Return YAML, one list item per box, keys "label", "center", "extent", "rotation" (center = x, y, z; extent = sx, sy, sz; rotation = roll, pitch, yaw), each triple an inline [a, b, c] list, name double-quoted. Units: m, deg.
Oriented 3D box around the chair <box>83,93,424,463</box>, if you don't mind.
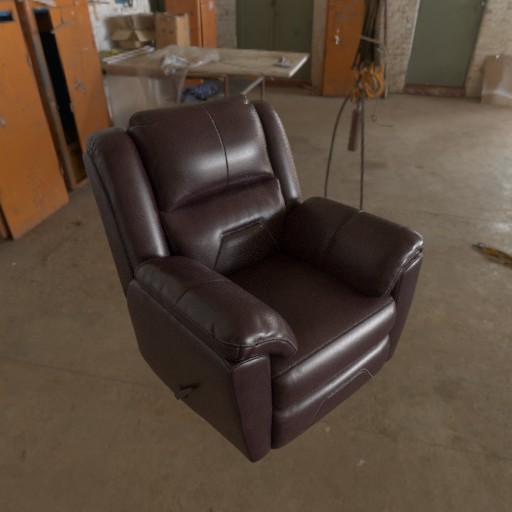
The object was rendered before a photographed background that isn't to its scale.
- label: "chair"
  center: [0.000, 0.000, 1.829]
  extent: [0.990, 1.093, 1.041]
  rotation: [-24, 39, -33]
